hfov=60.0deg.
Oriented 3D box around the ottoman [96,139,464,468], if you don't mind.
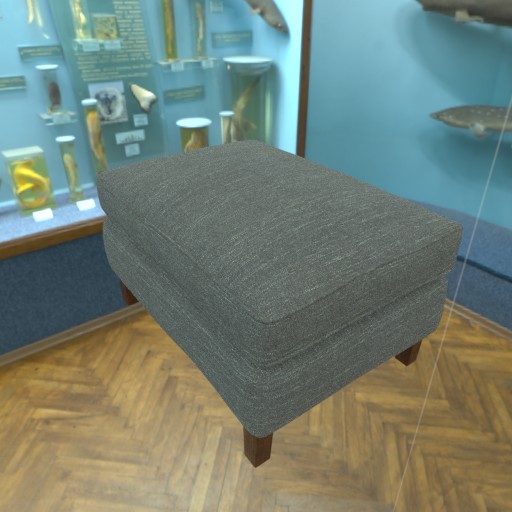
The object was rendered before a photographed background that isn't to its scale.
[{"bbox_3d":[0.000,0.000,0.990,0.508,0.406,0.686,-21,37,-30],"label":"ottoman"}]
